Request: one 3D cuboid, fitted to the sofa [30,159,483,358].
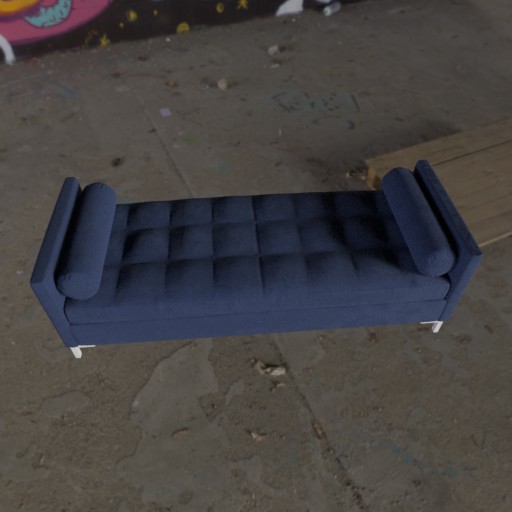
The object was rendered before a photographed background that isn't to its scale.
[{"bbox_3d":[0.000,0.000,2.500,2.102,0.657,0.797,-3,47,-3],"label":"sofa"}]
